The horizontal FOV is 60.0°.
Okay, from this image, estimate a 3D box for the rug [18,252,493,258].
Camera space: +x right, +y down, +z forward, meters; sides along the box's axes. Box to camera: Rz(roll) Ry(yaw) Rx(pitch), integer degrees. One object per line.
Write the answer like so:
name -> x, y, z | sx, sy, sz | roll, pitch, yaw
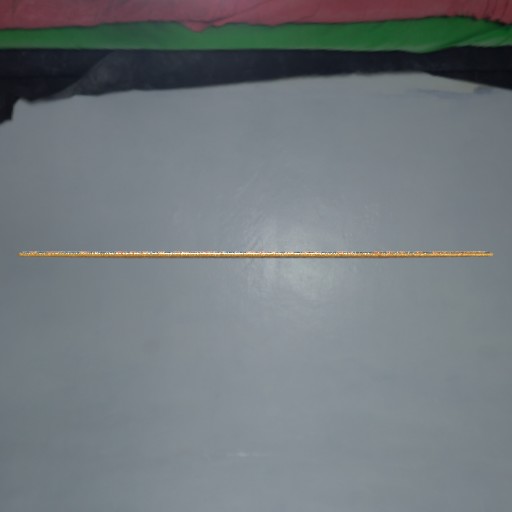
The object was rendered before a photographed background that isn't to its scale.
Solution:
rug -> 0.000, 0.000, 4.040 | 3.040, 0.031, 2.435 | 0, -1, 1
